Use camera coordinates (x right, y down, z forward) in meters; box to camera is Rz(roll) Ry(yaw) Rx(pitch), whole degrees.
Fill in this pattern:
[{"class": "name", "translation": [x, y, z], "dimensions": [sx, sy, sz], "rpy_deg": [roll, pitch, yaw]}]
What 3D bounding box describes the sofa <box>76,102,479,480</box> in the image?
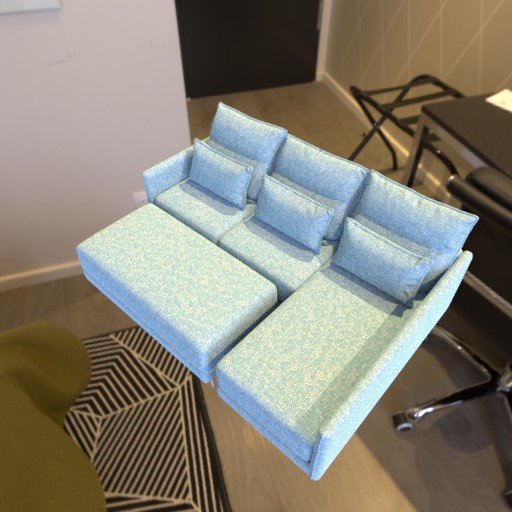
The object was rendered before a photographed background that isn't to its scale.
[{"class": "sofa", "translation": [0.000, 0.000, 2.716], "dimensions": [2.034, 0.899, 1.420], "rpy_deg": [33, 54, 28]}]
